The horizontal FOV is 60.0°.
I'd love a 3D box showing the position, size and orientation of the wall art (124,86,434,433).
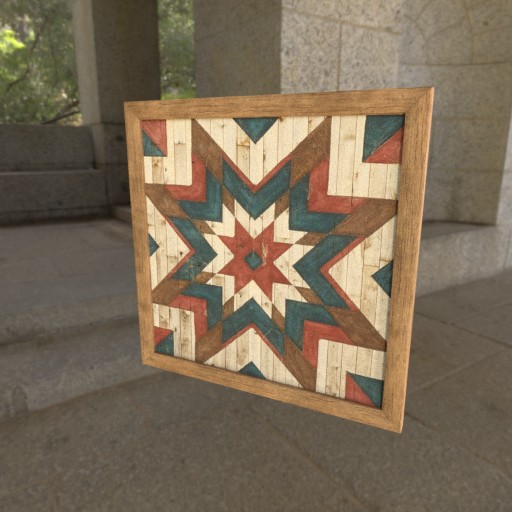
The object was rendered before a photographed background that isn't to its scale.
[{"bbox_3d":[0.000,0.000,1.012,0.695,0.691,0.029,7,16,25],"label":"wall art"}]
